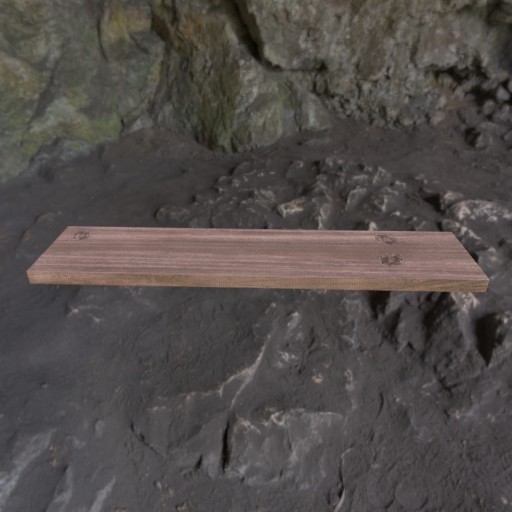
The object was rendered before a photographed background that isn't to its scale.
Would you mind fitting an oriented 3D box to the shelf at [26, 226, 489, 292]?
[{"bbox_3d":[0.000,0.000,0.648,0.610,0.020,0.140,1,29,2],"label":"shelf"}]
